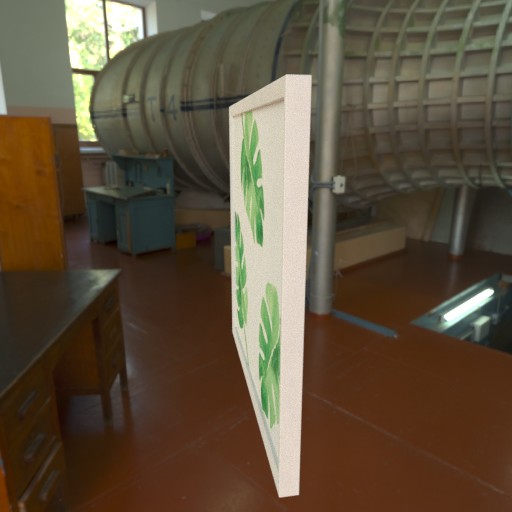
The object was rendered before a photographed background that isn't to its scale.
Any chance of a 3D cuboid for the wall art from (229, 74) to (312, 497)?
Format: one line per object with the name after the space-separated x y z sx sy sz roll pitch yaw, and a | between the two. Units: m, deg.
0.000 0.000 1.121 0.040 0.762 0.762 -3 15 -9 | wall art
